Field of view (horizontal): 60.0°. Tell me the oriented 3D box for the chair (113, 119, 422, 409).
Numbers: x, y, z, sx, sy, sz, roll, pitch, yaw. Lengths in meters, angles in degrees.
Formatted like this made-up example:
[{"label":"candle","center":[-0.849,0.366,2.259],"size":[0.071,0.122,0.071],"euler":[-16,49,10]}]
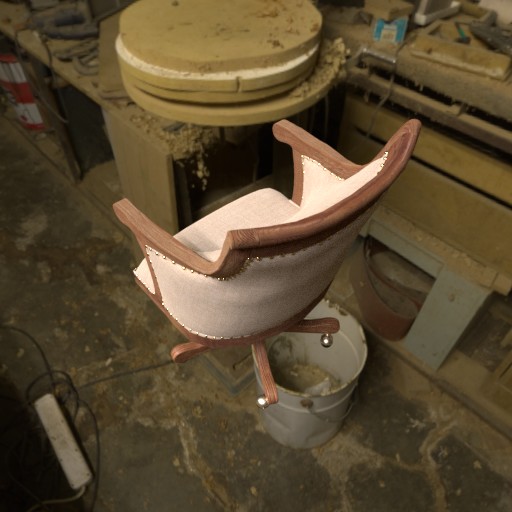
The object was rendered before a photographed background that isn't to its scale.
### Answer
[{"label":"chair","center":[0.000,0.000,1.433],"size":[0.656,0.965,0.689],"euler":[-34,56,-27]}]
